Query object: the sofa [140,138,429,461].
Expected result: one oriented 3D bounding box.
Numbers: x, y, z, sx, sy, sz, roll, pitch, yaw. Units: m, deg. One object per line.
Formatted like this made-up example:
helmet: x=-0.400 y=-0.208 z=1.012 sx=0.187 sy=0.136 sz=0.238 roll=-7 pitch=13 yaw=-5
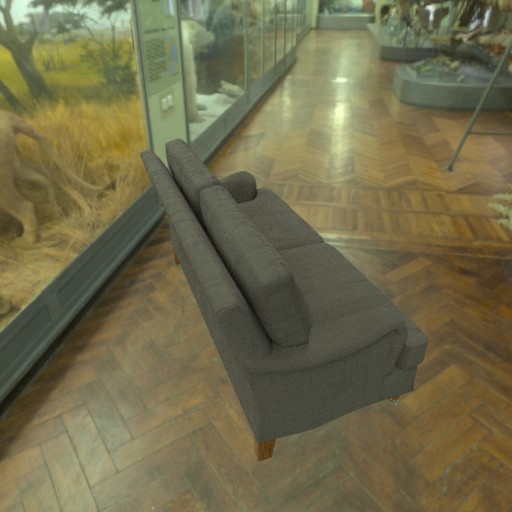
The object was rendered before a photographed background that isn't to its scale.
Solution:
sofa: x=0.000 y=0.000 z=2.853 sx=1.086 sy=1.087 sz=2.165 roll=-11 pitch=32 yaw=-18
